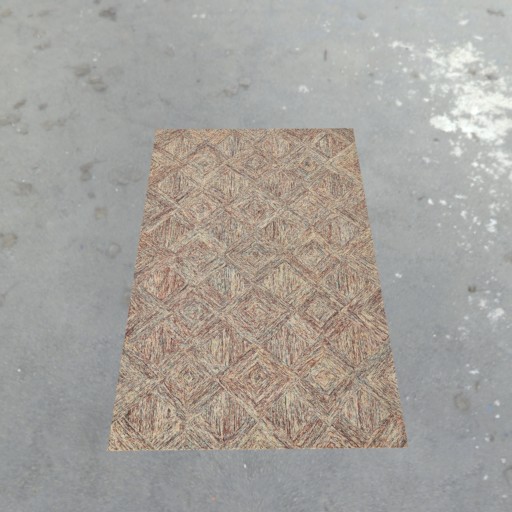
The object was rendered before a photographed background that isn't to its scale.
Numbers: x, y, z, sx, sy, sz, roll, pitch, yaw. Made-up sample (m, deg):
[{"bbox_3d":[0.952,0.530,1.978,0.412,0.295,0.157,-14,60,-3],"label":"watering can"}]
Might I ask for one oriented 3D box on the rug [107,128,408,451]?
[{"bbox_3d":[0.000,0.000,2.831,1.523,0.019,2.285,0,59,0],"label":"rug"}]
